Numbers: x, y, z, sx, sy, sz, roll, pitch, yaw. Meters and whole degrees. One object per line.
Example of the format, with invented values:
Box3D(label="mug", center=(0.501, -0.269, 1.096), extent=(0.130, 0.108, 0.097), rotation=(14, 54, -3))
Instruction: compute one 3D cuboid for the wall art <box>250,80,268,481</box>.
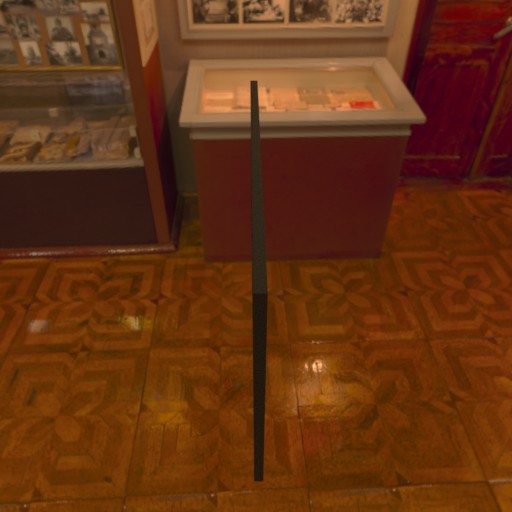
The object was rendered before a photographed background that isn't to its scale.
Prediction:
Box3D(label="wall art", center=(0.000, 0.000, 1.257), extent=(0.026, 0.656, 0.958), rotation=(0, 40, 0))
